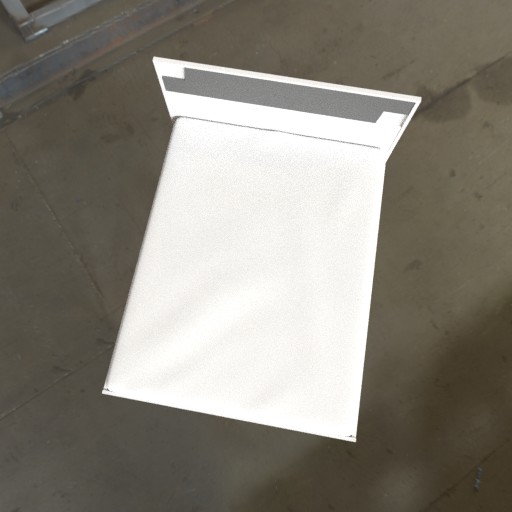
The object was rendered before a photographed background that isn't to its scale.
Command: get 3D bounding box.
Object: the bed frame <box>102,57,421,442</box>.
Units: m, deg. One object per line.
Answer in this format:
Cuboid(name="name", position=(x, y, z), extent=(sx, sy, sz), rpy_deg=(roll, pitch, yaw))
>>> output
Cuboid(name="bed frame", position=(0.000, 0.000, 2.986), extent=(1.711, 1.001, 2.100), rpy_deg=(10, 74, 3))
